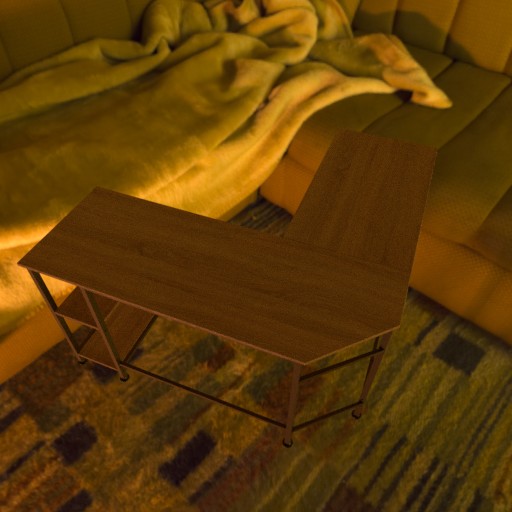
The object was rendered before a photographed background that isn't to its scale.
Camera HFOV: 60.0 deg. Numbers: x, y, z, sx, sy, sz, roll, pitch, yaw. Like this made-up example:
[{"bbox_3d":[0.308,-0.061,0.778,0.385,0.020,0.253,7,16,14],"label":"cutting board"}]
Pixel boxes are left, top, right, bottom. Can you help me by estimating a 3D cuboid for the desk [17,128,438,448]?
[{"bbox_3d":[0.000,0.000,2.191,1.379,0.739,1.379,16,49,15],"label":"desk"}]
